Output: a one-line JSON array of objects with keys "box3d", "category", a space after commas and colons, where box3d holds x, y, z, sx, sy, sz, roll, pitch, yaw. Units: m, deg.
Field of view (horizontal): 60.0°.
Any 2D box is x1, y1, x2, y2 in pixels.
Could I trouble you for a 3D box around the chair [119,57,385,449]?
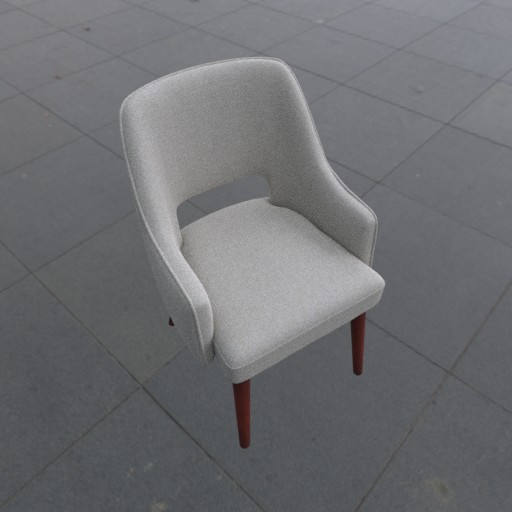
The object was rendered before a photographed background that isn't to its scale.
[{"box3d": [0.000, 0.000, 1.205, 0.560, 0.840, 0.580, -25, 52, -22], "category": "chair"}]
